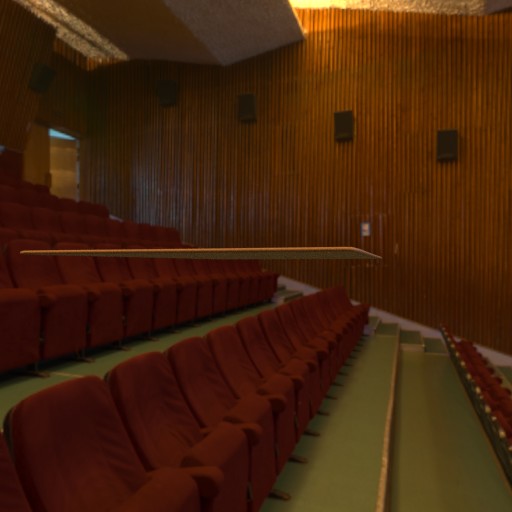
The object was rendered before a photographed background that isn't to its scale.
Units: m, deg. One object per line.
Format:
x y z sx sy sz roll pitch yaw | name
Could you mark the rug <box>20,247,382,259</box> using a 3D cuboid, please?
0.000 0.000 2.048 1.061 0.012 1.668 0 -1 18 | rug
